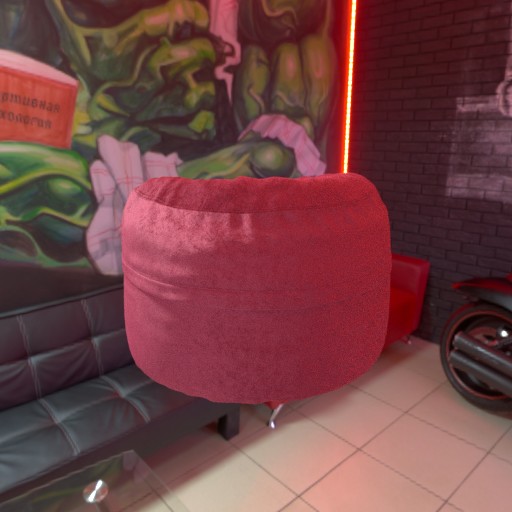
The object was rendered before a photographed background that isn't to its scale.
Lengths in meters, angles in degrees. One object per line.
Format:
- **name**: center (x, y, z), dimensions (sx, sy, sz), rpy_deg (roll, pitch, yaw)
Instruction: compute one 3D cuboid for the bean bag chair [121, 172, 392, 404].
- **bean bag chair**: center (0.000, 0.000, 2.039), dimensions (1.218, 0.788, 1.218), rpy_deg (0, 15, 0)
